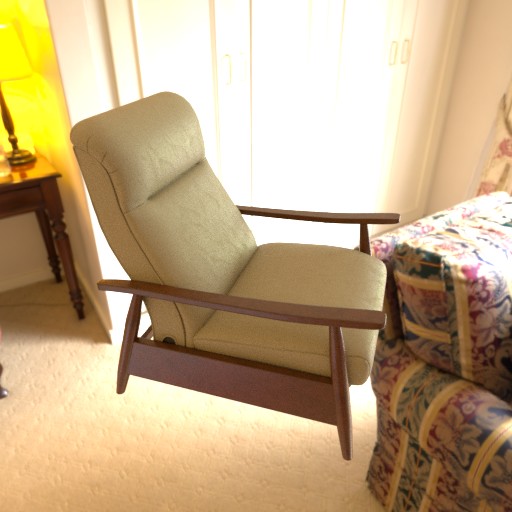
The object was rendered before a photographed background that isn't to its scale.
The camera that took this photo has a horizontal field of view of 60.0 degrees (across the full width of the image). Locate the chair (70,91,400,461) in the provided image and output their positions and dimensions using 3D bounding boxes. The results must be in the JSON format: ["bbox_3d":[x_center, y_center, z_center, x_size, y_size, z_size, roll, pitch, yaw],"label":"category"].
[{"bbox_3d":[0.000,0.000,1.712,1.014,1.082,0.762,10,32,16],"label":"chair"}]
